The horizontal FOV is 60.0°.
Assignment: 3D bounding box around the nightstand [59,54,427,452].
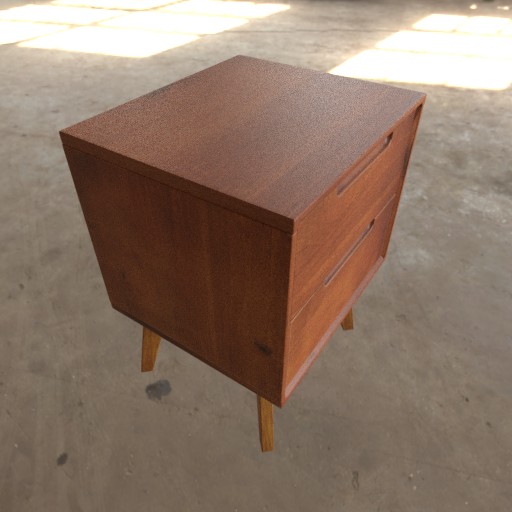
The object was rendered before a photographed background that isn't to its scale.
[{"bbox_3d":[0.000,0.000,0.917,0.411,0.618,0.460,24,46,25],"label":"nightstand"}]
